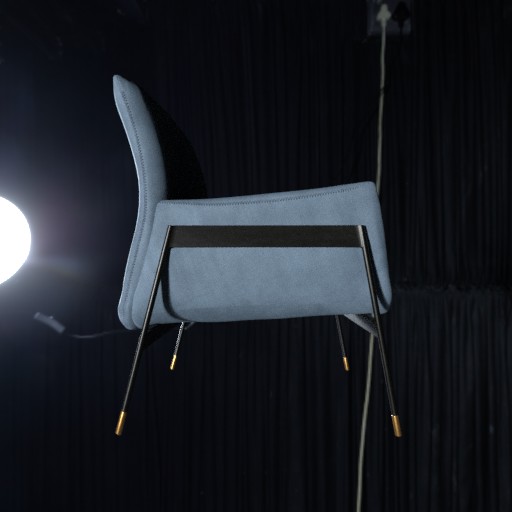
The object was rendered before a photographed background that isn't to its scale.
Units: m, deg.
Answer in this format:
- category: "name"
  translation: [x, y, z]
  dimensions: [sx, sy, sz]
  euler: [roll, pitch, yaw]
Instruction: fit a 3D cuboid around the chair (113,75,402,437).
- category: "chair"
  translation: [0.000, 0.000, 1.370]
  dimensions: [0.709, 0.858, 0.678]
  euler: [0, -1, 1]
